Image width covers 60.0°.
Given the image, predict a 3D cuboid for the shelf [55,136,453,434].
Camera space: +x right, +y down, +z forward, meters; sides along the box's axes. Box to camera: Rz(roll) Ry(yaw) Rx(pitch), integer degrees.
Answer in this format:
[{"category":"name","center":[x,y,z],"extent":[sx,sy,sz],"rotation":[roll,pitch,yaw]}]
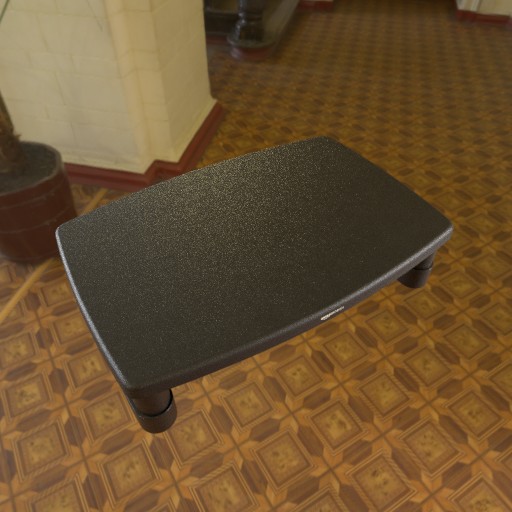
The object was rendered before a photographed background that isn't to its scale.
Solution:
[{"category":"shelf","center":[0.000,0.000,0.537],"extent":[0.410,0.100,0.280],"rotation":[-24,49,-22]}]
